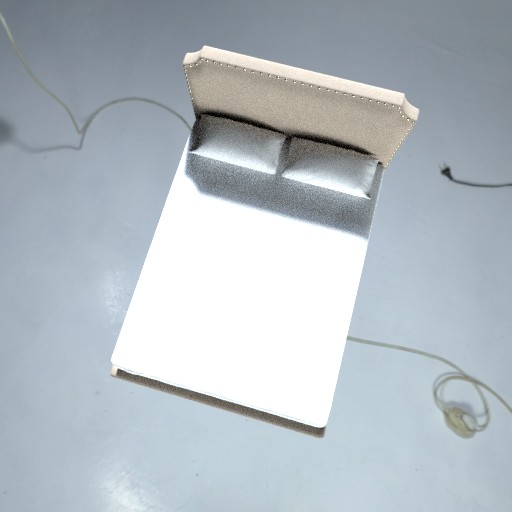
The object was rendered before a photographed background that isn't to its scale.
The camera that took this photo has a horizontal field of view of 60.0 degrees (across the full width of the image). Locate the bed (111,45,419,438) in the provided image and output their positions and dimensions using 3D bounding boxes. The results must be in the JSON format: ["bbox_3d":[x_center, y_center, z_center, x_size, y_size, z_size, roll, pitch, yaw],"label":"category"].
[{"bbox_3d":[0.000,0.000,3.391,1.703,1.415,2.329,15,76,4],"label":"bed"}]
